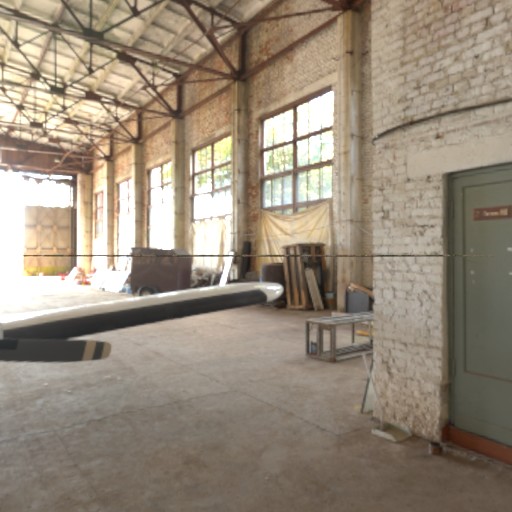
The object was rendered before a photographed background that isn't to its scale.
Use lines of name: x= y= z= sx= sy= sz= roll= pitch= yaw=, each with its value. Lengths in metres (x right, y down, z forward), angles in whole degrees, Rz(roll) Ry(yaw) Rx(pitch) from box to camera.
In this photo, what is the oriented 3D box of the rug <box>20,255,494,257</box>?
rug: x=0.000 y=0.000 z=2.993 sx=2.438 sy=0.011 sz=1.524 roll=0 pitch=0 yaw=2
